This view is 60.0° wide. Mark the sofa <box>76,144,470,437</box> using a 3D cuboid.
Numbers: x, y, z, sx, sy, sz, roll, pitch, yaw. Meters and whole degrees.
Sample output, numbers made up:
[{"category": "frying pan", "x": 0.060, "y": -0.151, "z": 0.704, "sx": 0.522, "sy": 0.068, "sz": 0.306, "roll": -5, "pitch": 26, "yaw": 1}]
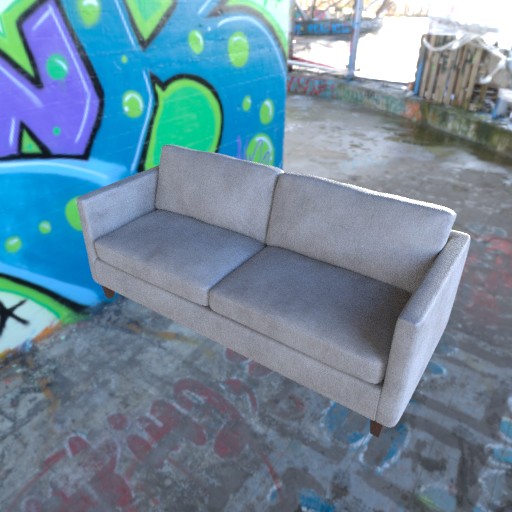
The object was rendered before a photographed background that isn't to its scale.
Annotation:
[{"category": "sofa", "x": 0.000, "y": 0.000, "z": 2.732, "sx": 2.208, "sy": 0.965, "sz": 0.951, "roll": 20, "pitch": 36, "yaw": 29}]
